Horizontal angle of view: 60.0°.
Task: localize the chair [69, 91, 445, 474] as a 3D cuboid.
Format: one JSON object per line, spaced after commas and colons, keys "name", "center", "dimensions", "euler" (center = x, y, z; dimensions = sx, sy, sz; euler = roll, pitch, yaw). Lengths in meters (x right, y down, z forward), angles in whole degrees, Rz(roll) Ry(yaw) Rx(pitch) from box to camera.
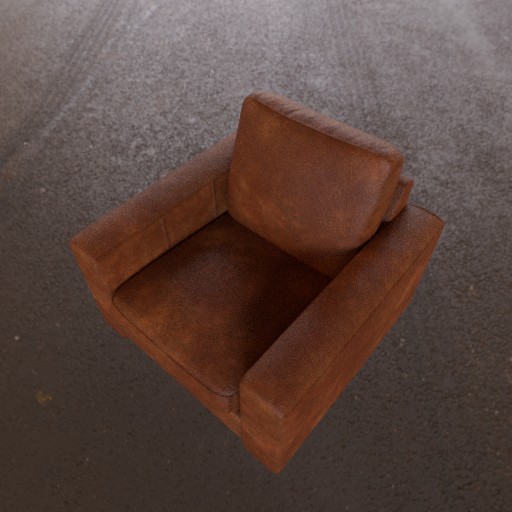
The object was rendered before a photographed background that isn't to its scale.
{"name": "chair", "center": [0.000, 0.000, 1.701], "dimensions": [1.005, 0.873, 1.016], "euler": [33, 57, 25]}
